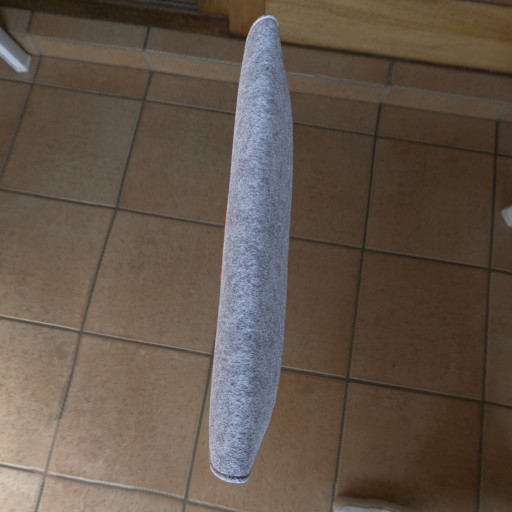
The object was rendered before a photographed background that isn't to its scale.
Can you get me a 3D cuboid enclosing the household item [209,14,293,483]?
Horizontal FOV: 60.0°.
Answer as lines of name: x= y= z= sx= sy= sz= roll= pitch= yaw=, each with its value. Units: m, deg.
household item: x=0.000 y=0.000 z=0.412 sx=0.057 sy=0.221 sz=0.335 roll=4 pitch=76 yaw=1
